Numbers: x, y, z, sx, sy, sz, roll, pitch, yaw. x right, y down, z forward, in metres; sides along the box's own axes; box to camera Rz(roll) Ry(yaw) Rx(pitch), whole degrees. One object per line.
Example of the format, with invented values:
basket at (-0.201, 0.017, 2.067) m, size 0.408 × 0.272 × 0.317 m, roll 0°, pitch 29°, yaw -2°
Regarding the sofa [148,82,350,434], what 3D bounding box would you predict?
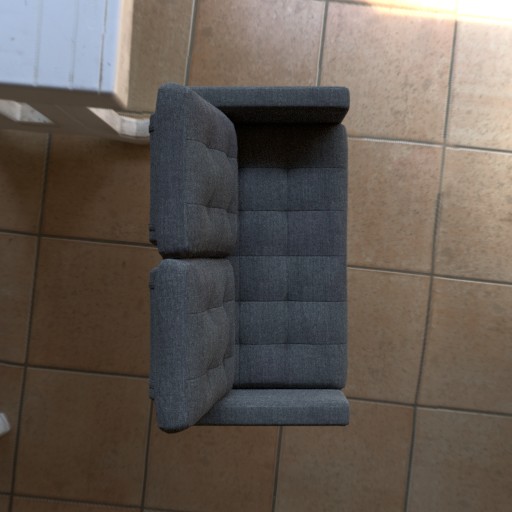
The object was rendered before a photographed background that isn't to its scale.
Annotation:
sofa at (0.000, 0.000, 1.938) m, size 0.842 × 0.907 × 1.407 m, roll 0°, pitch 90°, yaw 0°
